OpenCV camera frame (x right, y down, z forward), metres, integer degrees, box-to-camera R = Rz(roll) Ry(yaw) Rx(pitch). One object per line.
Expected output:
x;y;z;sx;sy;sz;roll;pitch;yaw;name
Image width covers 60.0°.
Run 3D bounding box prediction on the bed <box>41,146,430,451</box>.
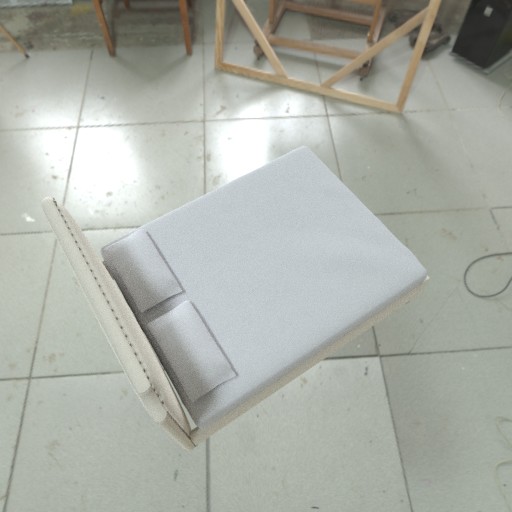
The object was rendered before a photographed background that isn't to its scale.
0.000;0.000;3.443;2.372;1.497;1.712;-30;64;-16;bed
